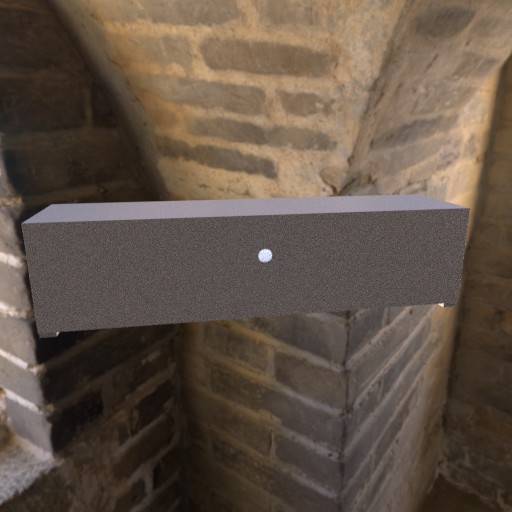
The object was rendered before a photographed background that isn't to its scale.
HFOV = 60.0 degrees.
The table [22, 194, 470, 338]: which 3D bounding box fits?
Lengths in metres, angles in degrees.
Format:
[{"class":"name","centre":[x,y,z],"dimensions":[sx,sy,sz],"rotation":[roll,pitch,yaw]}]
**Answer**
[{"class":"table","centre":[0.000,0.000,1.852],"dimensions":[1.650,0.420,0.390],"rotation":[-3,16,-10]}]
